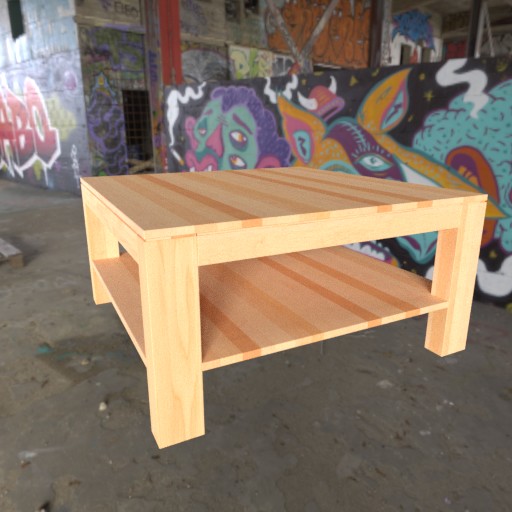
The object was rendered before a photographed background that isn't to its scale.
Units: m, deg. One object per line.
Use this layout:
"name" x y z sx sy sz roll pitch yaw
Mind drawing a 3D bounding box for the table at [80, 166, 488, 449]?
"table" 0.000 0.000 1.407 0.900 0.450 0.900 -8 18 -26
